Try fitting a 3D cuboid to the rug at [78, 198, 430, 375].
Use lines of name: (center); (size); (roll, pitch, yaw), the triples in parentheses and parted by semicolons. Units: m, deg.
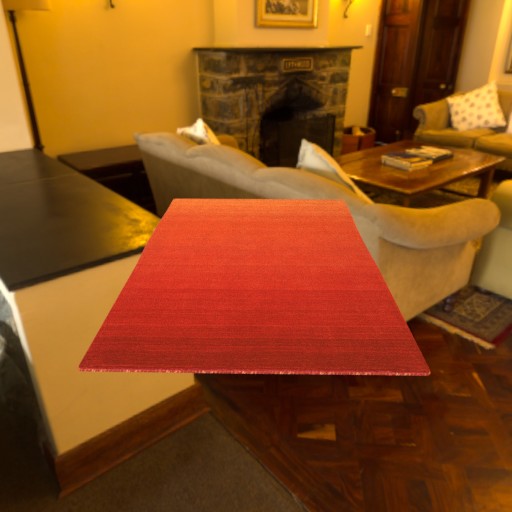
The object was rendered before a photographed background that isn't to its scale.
rug: (0.000, 0.000, 2.346); (1.230, 0.018, 1.835); (0, 26, 1)
